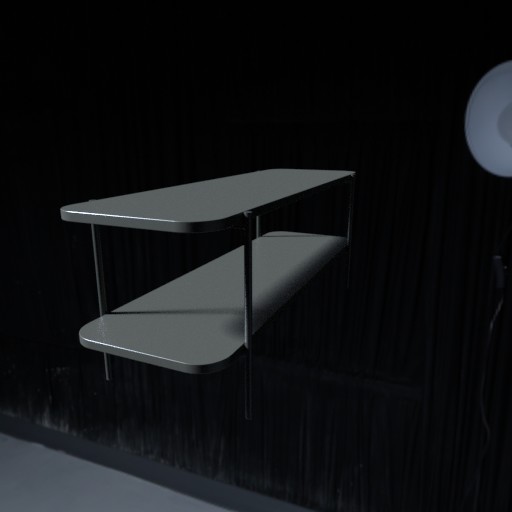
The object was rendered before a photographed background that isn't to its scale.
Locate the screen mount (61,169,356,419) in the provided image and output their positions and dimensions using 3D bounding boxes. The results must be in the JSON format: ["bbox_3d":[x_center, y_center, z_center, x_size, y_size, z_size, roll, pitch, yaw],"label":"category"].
[{"bbox_3d":[0.000,0.000,1.383,0.400,0.447,1.200,7,17,23],"label":"screen mount"}]
